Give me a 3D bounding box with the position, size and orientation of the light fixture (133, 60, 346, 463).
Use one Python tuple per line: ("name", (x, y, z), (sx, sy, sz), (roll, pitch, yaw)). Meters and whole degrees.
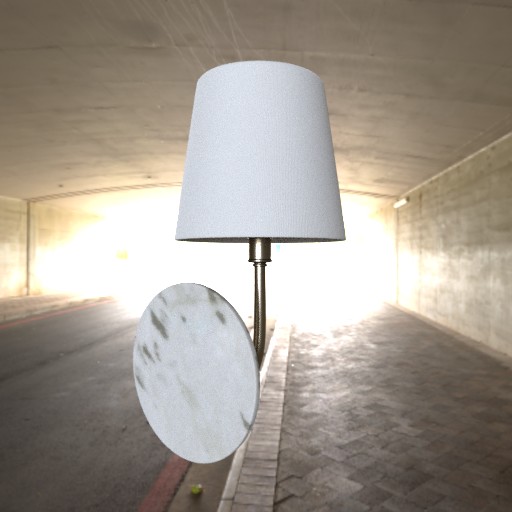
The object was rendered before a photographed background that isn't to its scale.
("light fixture", (0.000, 0.000, 0.439), (0.168, 0.337, 0.188), (0, 0, 38))
